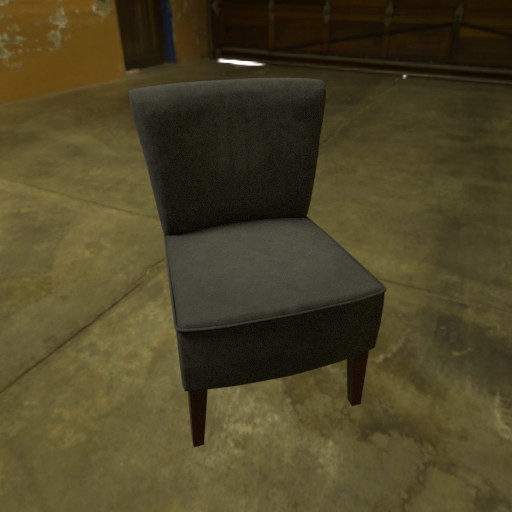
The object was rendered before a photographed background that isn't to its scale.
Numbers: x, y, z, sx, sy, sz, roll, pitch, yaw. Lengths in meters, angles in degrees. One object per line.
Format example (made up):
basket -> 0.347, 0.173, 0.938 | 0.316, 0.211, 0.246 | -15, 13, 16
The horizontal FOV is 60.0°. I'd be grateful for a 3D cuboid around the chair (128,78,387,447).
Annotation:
chair -> 0.000, 0.000, 1.177 | 0.521, 0.806, 0.554 | -9, 32, -15
